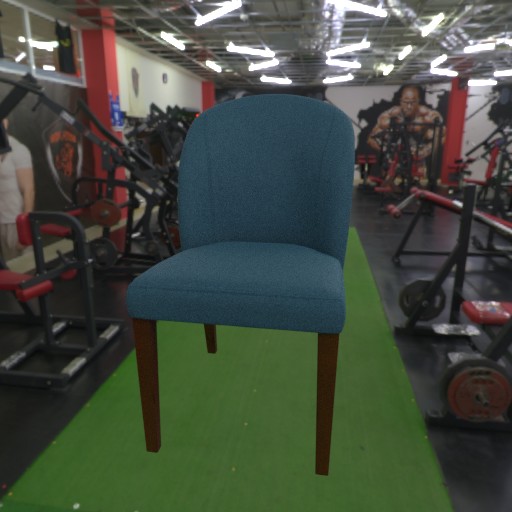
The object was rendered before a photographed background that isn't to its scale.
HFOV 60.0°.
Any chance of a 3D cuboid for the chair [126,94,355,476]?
[{"bbox_3d":[0.000,0.000,1.213,0.507,0.879,0.620,3,16,10],"label":"chair"}]
